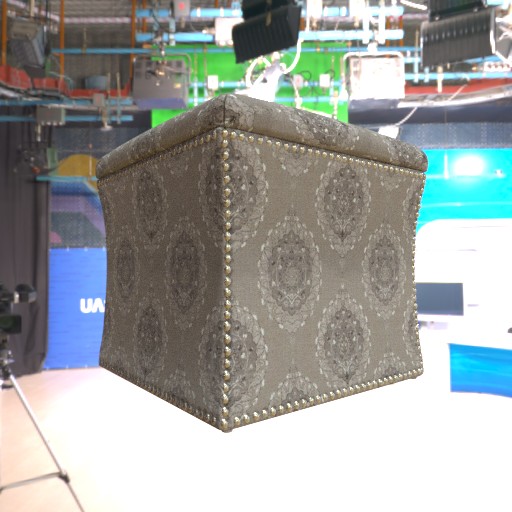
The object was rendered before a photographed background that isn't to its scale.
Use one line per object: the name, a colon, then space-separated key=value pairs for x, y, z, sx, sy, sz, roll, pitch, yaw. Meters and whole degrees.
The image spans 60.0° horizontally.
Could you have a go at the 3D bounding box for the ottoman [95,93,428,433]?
ottoman: x=0.000 y=0.000 z=0.895 sx=0.507 sy=0.473 sz=0.497 roll=1 pitch=-1 yaw=-38
